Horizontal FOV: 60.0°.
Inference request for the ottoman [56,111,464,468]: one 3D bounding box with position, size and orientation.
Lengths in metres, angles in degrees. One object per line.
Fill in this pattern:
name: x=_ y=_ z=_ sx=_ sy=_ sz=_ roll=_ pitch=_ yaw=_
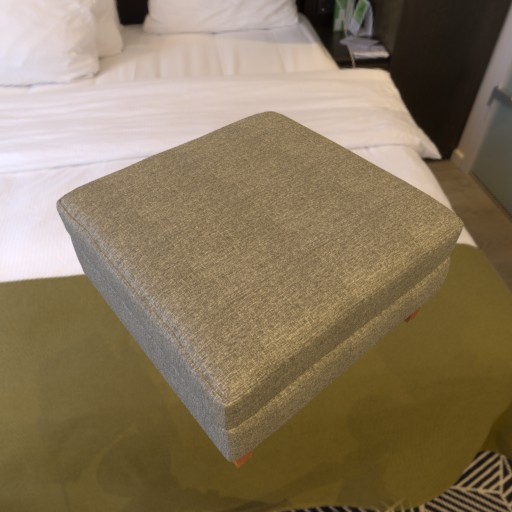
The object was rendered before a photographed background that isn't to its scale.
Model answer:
ottoman: x=0.000 y=0.000 z=1.350 sx=0.838 sy=0.481 sz=0.838 roll=-31 pitch=53 yaw=-27
